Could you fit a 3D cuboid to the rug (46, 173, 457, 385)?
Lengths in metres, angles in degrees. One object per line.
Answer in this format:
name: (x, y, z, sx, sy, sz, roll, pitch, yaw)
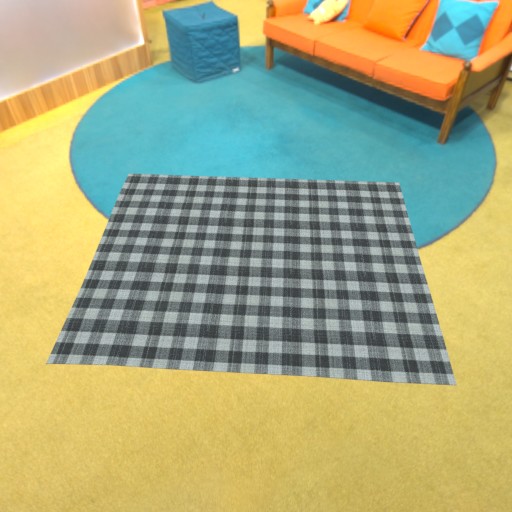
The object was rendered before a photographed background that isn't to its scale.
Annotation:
rug: (0.000, 0.000, 4.083, 3.021, 0.013, 2.432, 2, 46, 2)
